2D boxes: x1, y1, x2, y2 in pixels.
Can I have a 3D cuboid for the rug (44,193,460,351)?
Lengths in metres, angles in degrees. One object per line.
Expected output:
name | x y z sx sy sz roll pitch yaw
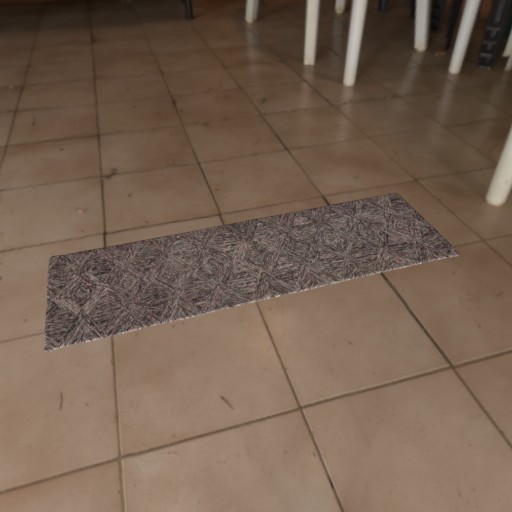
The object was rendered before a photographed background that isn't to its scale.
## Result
rug | 0.000 0.000 2.589 2.305 0.013 0.719 -12 42 -13
